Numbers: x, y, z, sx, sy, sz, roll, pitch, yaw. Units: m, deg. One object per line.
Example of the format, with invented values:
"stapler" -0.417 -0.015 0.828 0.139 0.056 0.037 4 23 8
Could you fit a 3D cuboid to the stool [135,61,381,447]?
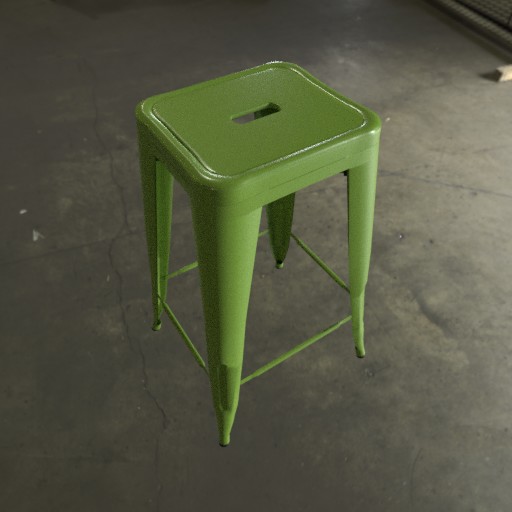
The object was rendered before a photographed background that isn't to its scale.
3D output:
"stool" 0.000 0.000 0.856 0.398 0.609 0.358 -25 52 -22
